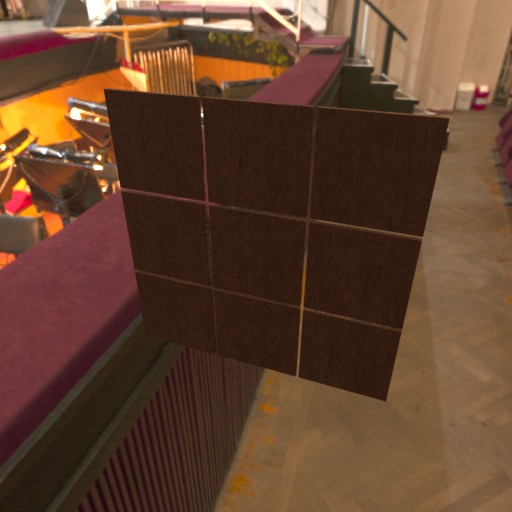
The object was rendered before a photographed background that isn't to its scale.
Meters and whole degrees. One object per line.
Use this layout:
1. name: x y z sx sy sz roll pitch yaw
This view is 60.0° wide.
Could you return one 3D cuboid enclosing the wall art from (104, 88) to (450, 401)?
1. wall art: 0.000 0.000 1.356 0.915 0.914 0.013 11 33 18
